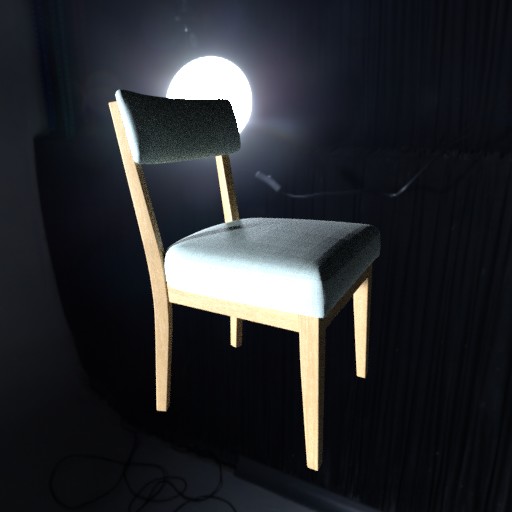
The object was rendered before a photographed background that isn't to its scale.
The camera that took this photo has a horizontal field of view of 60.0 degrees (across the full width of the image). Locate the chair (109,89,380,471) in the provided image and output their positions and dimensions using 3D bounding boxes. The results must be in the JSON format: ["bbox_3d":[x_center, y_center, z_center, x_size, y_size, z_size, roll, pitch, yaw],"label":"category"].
[{"bbox_3d":[0.000,0.000,1.198,0.572,0.832,0.508,8,19,26],"label":"chair"}]
